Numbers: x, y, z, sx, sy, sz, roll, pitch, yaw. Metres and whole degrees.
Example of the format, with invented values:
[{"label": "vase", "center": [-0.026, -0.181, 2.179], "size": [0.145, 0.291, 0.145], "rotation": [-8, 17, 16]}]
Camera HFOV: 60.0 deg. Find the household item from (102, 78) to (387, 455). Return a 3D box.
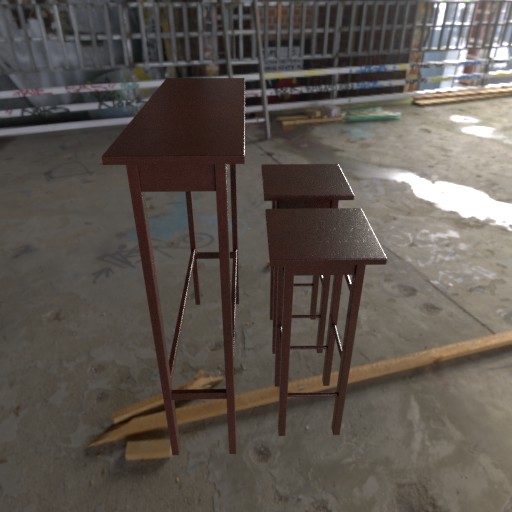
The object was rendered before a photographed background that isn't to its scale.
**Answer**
[{"label": "household item", "center": [0.000, 0.000, 1.615], "size": [0.676, 1.067, 0.914], "rotation": [-1, 32, -1]}]
